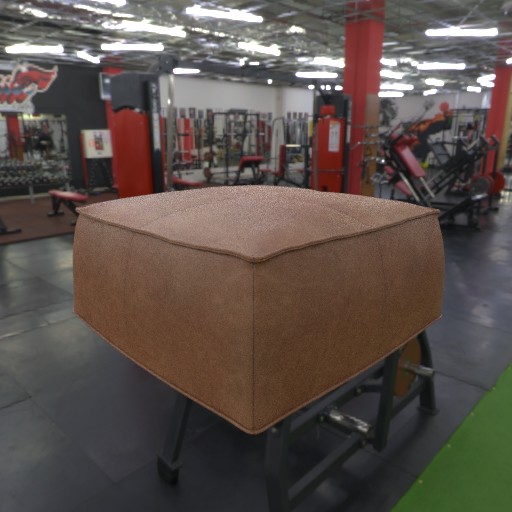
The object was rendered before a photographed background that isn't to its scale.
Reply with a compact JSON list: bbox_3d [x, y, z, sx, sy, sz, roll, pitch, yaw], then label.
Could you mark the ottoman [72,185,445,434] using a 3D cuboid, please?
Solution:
[{"bbox_3d":[0.000,0.000,1.388,0.901,0.395,0.902,-14,21,-42],"label":"ottoman"}]
